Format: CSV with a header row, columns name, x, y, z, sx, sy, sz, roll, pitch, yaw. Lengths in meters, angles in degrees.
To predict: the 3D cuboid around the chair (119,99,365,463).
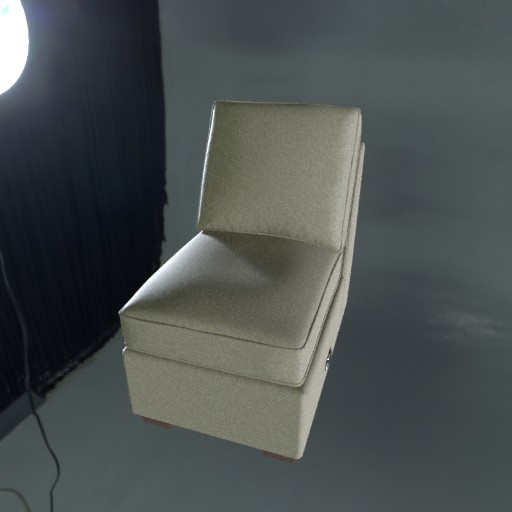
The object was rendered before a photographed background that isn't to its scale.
name,x,y,z,sx,sy,sz,roll,pitch,yaw
chair,0.000,0.000,1.744,0.674,1.058,1.020,9,28,16
